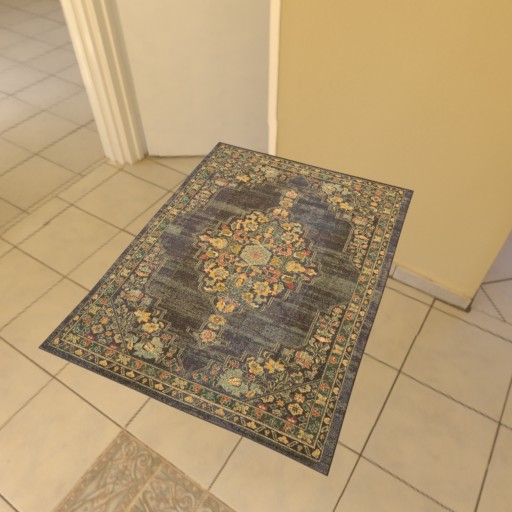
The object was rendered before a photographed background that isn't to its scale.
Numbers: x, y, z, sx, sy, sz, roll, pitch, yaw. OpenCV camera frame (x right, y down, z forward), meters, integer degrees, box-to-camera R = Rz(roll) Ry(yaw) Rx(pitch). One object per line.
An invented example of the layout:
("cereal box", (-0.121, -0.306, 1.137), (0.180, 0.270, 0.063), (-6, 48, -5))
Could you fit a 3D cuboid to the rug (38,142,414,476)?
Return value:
("rug", (0.000, 0.000, 4.737), (2.716, 0.035, 3.612), (18, 50, 16))
